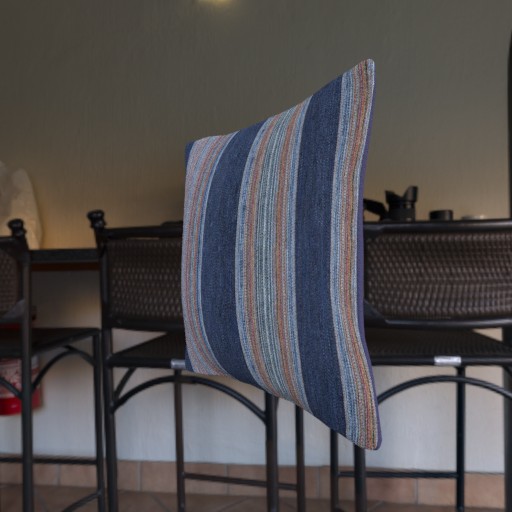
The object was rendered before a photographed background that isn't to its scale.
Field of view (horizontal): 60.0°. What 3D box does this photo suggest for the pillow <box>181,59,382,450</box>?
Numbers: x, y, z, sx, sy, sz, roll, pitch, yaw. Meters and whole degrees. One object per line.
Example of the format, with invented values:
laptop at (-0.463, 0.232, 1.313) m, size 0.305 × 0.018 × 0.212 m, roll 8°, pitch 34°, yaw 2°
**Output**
pillow at (0.000, 0.000, 0.640) m, size 0.136 × 0.419 × 0.437 m, roll 0°, pitch -1°, yaw -36°
